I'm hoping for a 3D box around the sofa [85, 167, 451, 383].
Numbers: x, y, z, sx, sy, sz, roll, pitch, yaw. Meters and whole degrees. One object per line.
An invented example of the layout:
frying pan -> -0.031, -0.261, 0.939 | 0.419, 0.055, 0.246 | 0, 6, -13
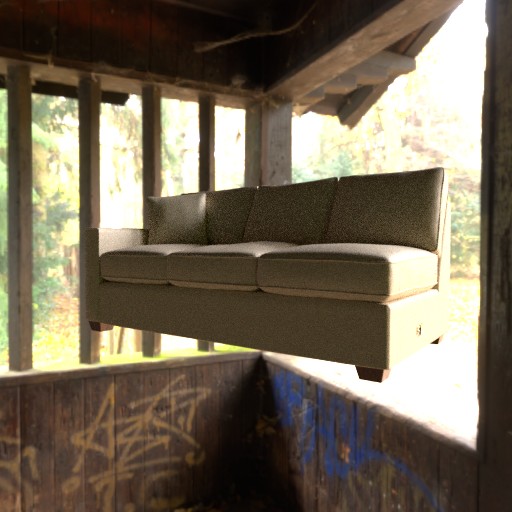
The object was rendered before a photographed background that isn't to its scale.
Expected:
sofa -> 0.000, 0.000, 2.601 | 1.962, 0.946, 1.034 | 1, 1, 36
